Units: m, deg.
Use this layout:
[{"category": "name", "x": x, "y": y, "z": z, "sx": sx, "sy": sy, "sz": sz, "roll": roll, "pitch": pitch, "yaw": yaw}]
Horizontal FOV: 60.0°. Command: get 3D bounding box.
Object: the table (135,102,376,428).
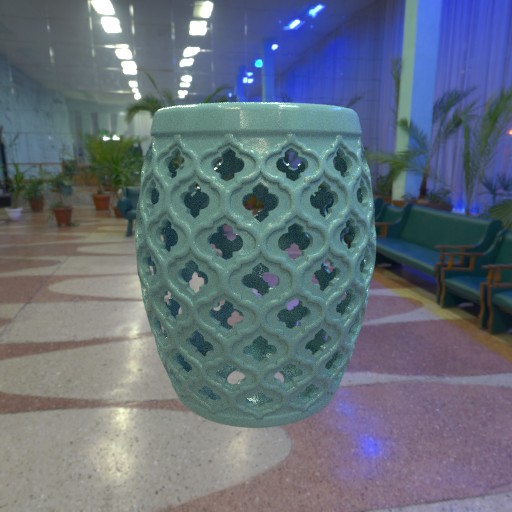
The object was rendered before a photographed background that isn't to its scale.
[{"category": "table", "x": 0.000, "y": 0.000, "z": 0.625, "sx": 0.325, "sy": 0.388, "sz": 0.325, "roll": 0, "pitch": 14, "yaw": 0}]
